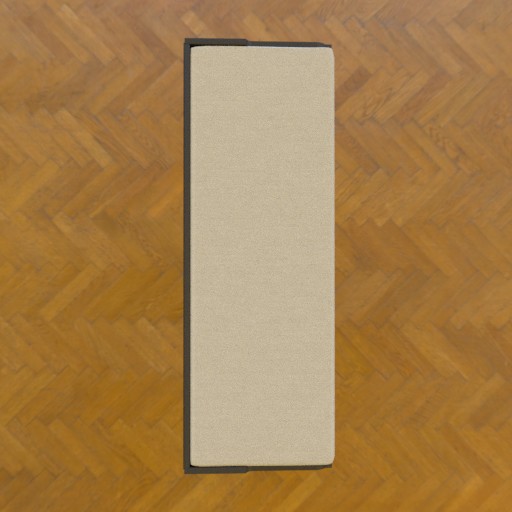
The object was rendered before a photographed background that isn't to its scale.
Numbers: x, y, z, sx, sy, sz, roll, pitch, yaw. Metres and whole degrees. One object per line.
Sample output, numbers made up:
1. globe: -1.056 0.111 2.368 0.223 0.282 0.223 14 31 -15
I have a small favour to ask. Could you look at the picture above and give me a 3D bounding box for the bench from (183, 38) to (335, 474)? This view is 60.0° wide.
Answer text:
1. bench: 0.000 0.000 1.390 0.398 0.501 1.140 0 90 -1
